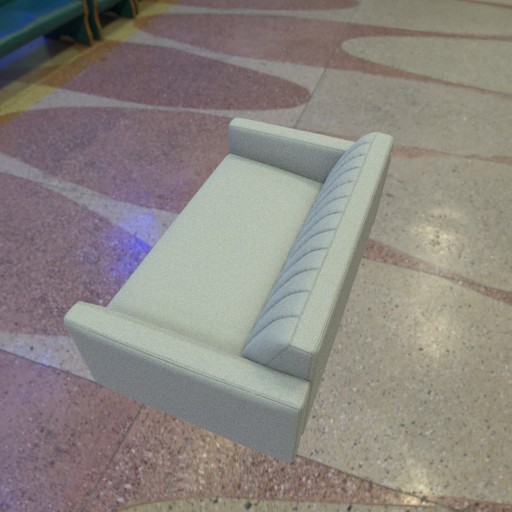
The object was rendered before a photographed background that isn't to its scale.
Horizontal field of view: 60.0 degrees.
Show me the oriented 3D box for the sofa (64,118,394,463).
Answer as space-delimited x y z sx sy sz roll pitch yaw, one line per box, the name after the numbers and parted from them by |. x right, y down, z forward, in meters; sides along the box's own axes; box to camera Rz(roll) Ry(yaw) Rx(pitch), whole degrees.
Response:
0.000 0.000 2.171 0.950 0.801 1.585 17 49 15 | sofa
